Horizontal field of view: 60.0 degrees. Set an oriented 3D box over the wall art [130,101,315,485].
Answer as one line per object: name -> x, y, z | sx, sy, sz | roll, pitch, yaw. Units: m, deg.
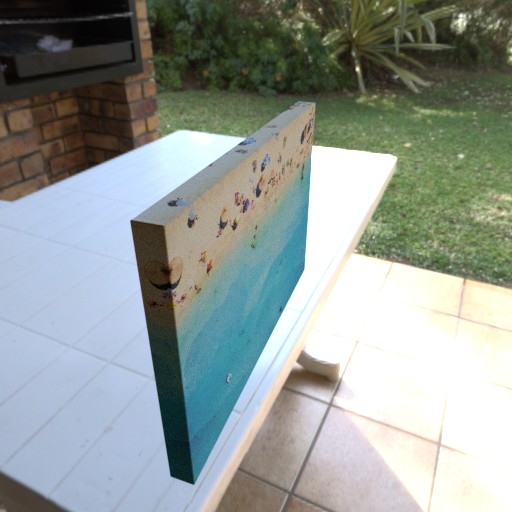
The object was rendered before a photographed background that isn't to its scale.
wall art -> 0.000, 0.000, 1.134 | 0.057, 0.595, 0.894 | 10, 32, 17
